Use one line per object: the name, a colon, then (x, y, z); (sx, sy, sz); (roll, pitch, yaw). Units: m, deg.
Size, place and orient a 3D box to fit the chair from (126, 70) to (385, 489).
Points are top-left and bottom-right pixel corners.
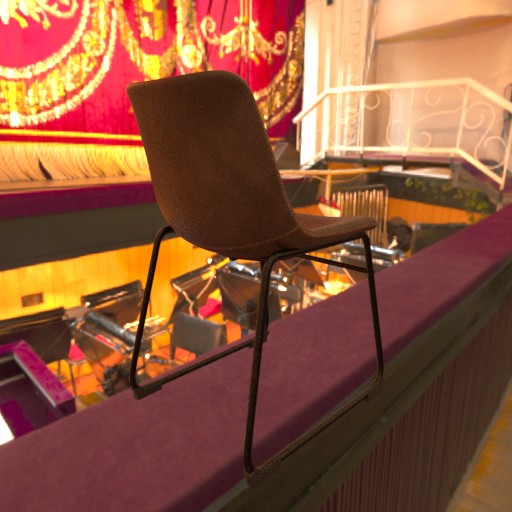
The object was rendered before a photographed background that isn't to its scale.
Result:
chair: (0.000, 0.000, 1.092); (0.460, 0.780, 0.551); (14, 20, 43)
